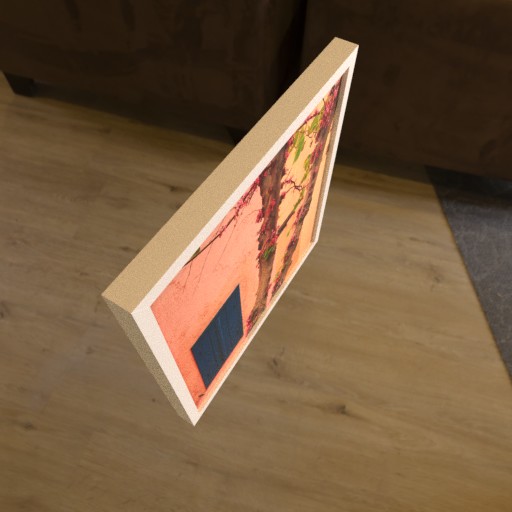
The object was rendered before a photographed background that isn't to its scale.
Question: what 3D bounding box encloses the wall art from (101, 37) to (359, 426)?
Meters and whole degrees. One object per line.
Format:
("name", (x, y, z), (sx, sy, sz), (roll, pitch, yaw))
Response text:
("wall art", (0.000, 0.000, 0.755), (0.038, 0.508, 0.507), (28, 62, 16))
